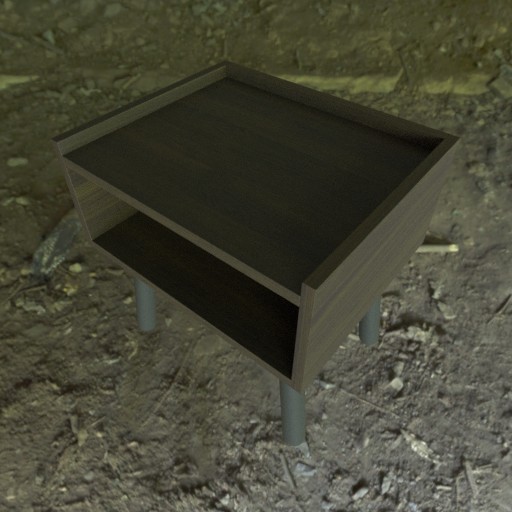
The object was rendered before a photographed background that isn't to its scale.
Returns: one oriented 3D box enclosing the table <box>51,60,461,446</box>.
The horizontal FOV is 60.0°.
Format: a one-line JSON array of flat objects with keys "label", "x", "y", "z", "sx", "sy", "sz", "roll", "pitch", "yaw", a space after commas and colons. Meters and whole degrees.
[{"label": "table", "x": 0.000, "y": 0.000, "z": 0.794, "sx": 0.450, "sy": 0.470, "sz": 0.370, "roll": 30, "pitch": 52, "yaw": 27}]
